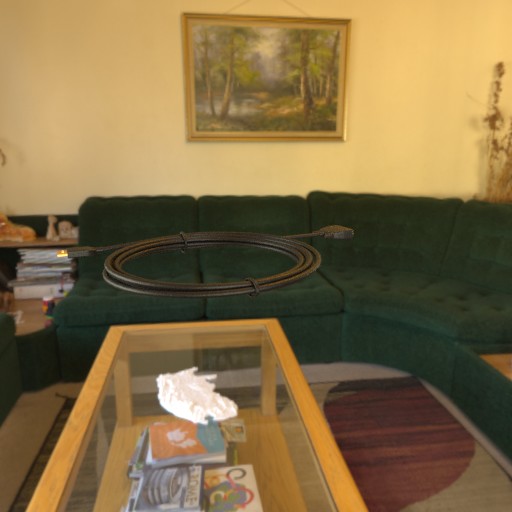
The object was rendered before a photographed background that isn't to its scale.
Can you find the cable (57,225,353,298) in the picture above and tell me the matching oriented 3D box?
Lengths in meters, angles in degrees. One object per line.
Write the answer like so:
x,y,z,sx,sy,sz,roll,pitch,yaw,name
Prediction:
0.000,0.000,0.520,0.422,0.030,0.257,-7,16,-24,cable
